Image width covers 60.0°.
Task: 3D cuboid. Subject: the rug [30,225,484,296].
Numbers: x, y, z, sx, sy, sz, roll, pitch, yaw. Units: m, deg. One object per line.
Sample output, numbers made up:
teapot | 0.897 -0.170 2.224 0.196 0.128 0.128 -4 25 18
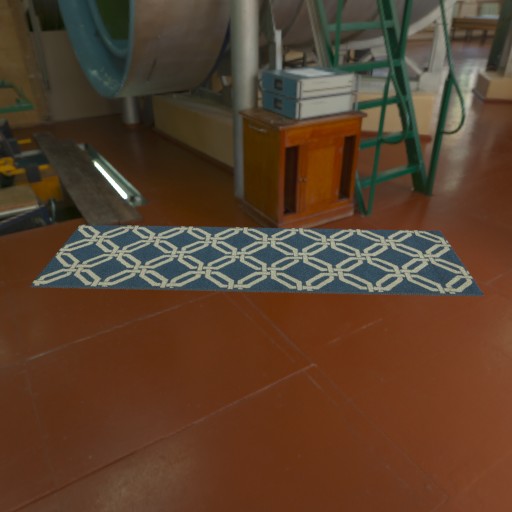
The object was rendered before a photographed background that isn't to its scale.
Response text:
rug | 0.000 0.000 2.508 2.276 0.014 0.678 1 31 2
